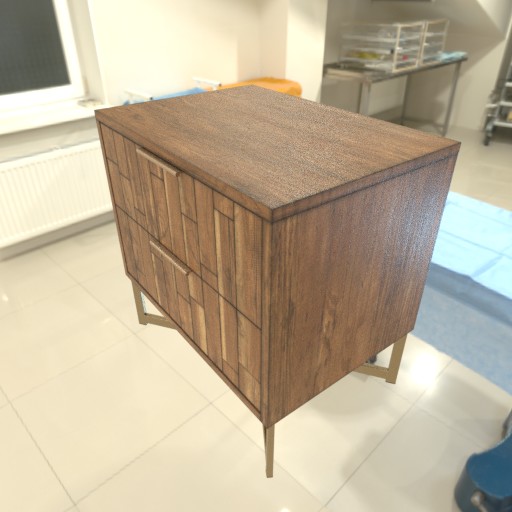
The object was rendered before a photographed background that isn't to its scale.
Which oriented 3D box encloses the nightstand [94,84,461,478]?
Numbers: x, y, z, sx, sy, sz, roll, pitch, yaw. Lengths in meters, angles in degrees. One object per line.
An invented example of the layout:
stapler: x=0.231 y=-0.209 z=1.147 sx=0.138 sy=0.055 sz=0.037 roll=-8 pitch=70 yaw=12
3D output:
nightstand: x=0.000 y=0.000 z=1.033 sx=0.446 sy=0.610 sz=0.610 roll=-23 pitch=39 yaw=-31
